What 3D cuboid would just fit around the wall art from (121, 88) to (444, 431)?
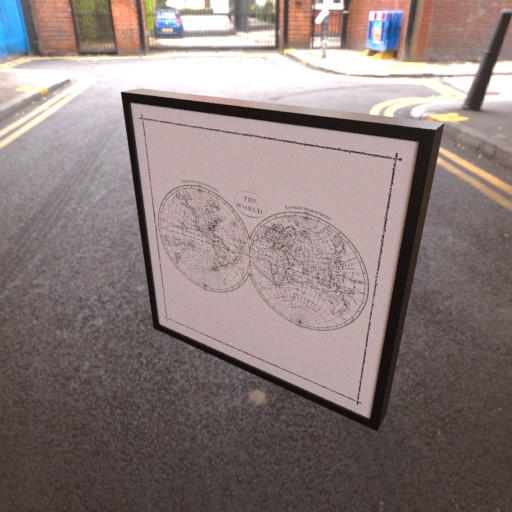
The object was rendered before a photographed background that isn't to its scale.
[{"bbox_3d":[0.000,0.000,0.485,0.327,0.318,0.029,17,33,28],"label":"wall art"}]
